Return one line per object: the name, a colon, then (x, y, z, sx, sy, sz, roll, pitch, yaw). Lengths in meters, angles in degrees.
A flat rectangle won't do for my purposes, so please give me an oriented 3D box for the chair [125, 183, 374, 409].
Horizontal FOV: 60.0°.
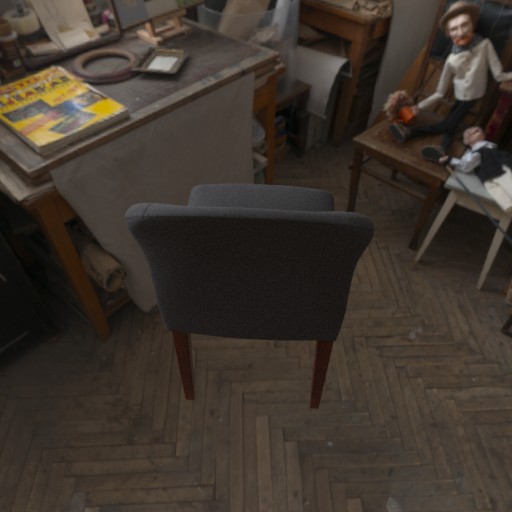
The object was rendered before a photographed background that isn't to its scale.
chair: (0.000, 0.000, 1.273, 0.506, 0.879, 0.619, 3, 48, 3)
